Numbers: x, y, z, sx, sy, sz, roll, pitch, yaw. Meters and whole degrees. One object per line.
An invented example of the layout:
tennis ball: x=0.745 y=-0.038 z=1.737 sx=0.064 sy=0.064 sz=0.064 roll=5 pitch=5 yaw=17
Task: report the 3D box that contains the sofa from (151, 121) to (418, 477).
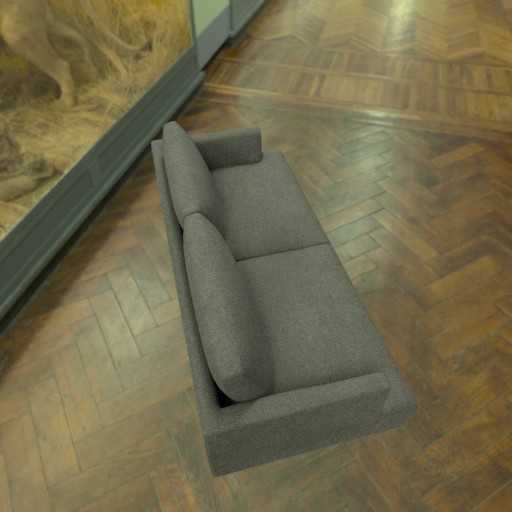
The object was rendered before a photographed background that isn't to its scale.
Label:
sofa: x=0.000 y=0.000 z=2.741 sx=1.020 sy=0.868 sz=2.250 roll=-11 pitch=47 yaw=-10
